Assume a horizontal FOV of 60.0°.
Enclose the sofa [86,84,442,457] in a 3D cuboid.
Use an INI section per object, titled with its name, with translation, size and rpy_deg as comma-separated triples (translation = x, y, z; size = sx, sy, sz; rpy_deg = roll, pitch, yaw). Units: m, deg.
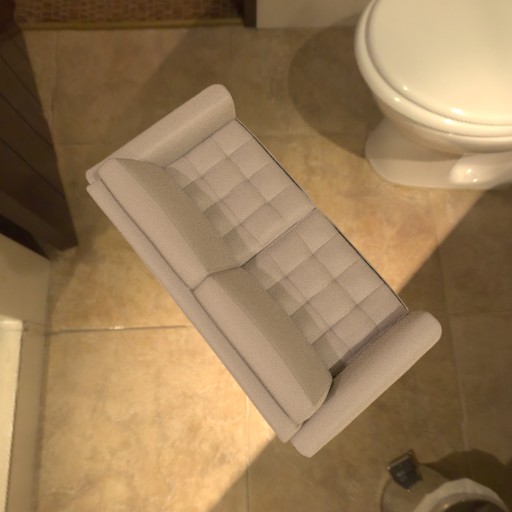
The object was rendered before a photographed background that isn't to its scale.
[sofa]
translation = 0.000, 0.000, 2.786
size = 1.121, 0.930, 2.177
rpy_deg = -38, 79, -9
